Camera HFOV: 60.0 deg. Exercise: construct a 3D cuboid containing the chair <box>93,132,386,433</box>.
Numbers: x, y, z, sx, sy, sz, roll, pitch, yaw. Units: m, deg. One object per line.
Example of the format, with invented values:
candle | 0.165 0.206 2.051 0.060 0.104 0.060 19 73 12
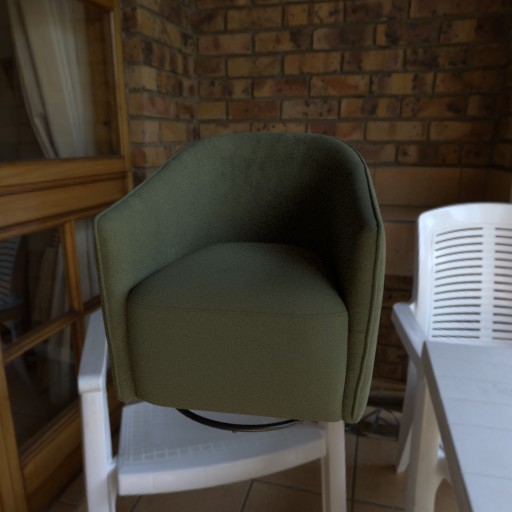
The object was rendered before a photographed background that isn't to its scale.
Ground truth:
chair | 0.000 0.000 1.462 0.747 0.799 0.875 2 15 9
